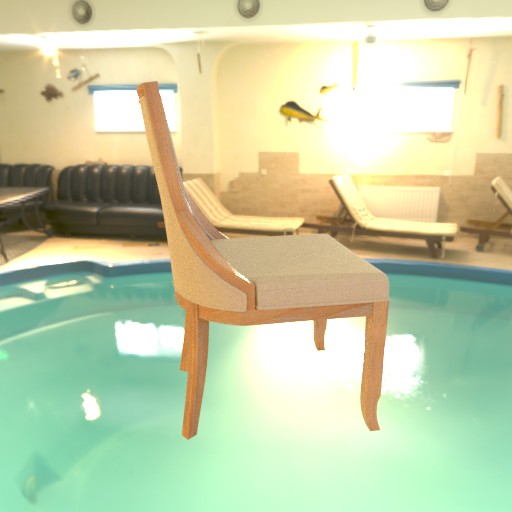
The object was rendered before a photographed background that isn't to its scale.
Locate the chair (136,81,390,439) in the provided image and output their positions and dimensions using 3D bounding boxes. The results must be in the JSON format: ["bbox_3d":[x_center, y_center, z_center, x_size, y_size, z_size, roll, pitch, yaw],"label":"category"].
[{"bbox_3d":[0.000,0.000,1.353,0.641,0.947,0.524,-3,16,-10],"label":"chair"}]
